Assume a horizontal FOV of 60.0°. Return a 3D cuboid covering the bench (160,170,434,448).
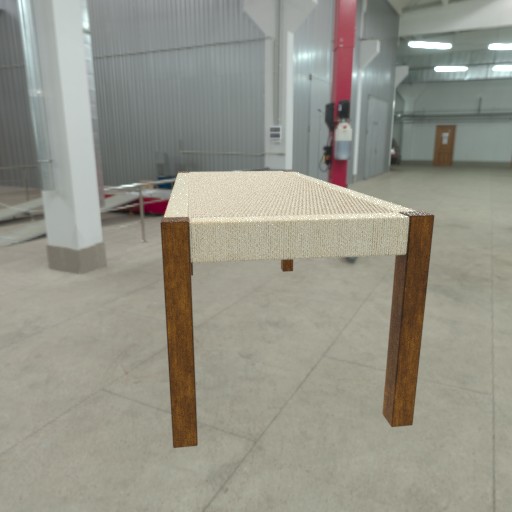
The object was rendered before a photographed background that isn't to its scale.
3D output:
[{"bbox_3d":[0.000,0.000,1.431,0.507,0.457,1.198,-2,15,-8],"label":"bench"}]
